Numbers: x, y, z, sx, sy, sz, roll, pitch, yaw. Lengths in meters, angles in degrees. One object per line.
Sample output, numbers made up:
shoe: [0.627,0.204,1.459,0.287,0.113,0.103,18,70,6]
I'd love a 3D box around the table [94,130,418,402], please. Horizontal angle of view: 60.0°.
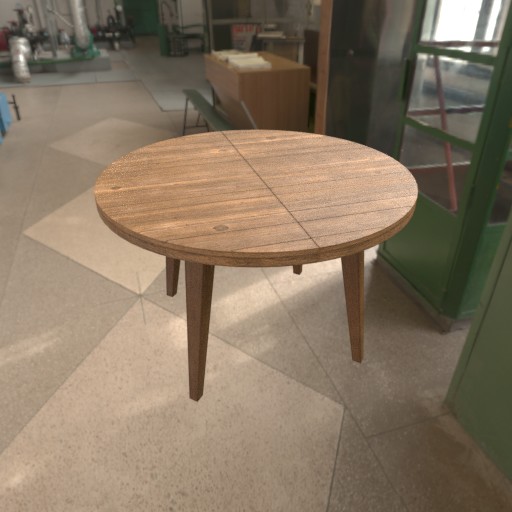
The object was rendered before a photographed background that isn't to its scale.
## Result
table: [0.000,0.000,1.937,1.213,0.764,1.213,0,31,0]
